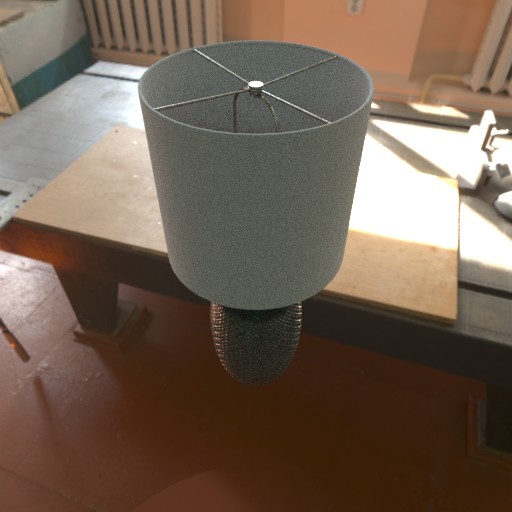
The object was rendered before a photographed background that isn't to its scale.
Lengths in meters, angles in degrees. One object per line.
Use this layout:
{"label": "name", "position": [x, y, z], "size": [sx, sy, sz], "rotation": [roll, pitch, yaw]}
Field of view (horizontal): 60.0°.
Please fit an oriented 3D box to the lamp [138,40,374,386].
{"label": "lamp", "position": [0.000, 0.000, 0.567], "size": [0.217, 0.453, 0.217], "rotation": [-27, 49, -26]}
